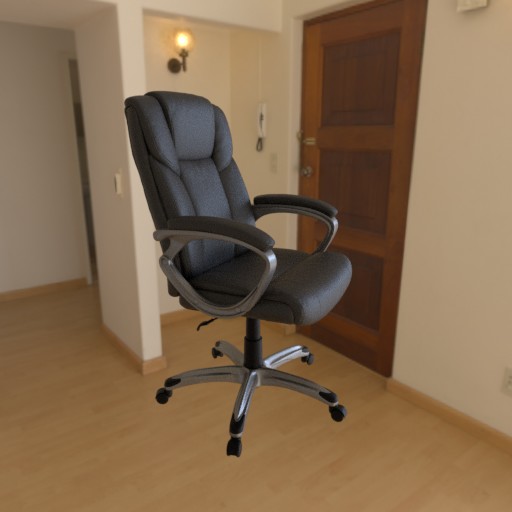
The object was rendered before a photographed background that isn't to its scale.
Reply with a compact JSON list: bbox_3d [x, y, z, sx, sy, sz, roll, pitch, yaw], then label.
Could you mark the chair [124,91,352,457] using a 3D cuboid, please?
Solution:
[{"bbox_3d":[0.000,0.000,1.590,0.719,1.130,0.721,8,17,27],"label":"chair"}]
